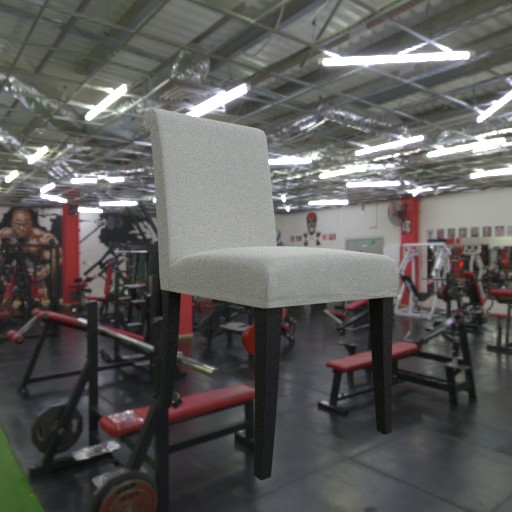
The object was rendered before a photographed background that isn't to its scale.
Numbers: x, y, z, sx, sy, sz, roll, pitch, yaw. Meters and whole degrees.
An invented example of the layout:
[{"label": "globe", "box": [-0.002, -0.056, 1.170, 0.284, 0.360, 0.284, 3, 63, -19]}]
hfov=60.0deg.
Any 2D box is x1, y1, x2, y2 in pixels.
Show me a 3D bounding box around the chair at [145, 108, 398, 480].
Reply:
[{"label": "chair", "box": [0.000, 0.000, 1.350, 0.452, 0.976, 0.708, 0, 1, -35]}]
